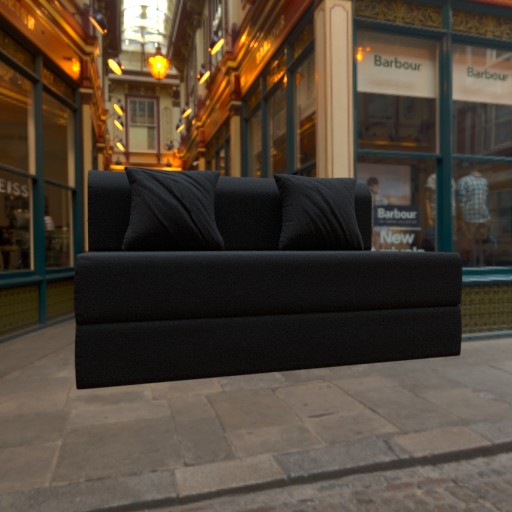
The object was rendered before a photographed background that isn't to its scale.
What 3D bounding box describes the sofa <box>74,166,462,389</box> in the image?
[{"bbox_3d":[0.000,0.000,1.668,1.225,0.670,0.762,0,1,-17],"label":"sofa"}]
